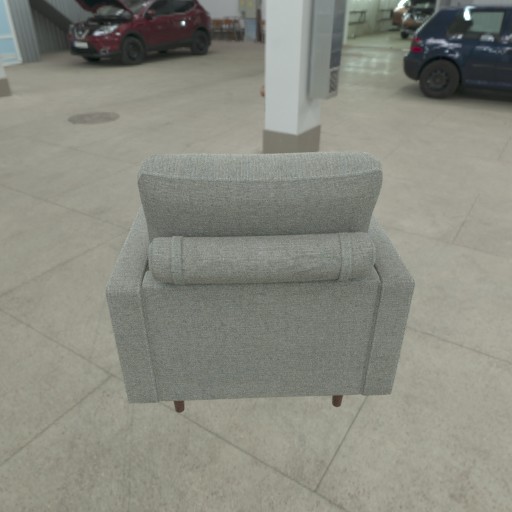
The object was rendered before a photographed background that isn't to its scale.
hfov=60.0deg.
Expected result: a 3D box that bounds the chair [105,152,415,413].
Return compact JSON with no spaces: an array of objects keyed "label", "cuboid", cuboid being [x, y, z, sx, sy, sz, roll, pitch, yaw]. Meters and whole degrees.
[{"label":"chair","cuboid":[0.000,0.000,1.536,0.821,0.880,0.843,-1,31,-2]}]
